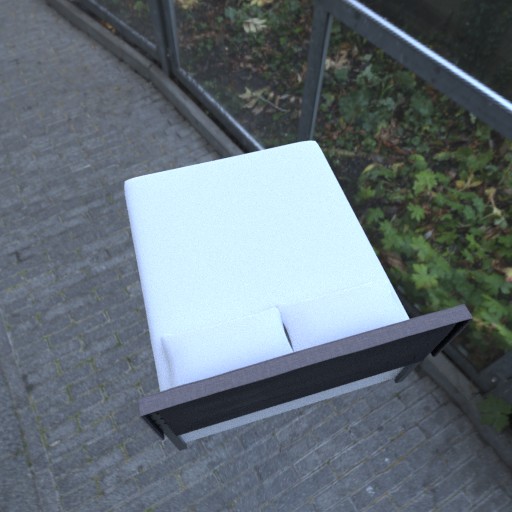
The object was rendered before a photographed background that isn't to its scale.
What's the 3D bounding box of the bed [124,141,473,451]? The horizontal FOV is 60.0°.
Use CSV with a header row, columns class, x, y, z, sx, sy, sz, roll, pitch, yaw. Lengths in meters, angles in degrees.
class,x,y,z,sx,sy,sz,roll,pitch,yaw
bed,0.000,0.000,2.884,1.610,1.089,1.894,-14,59,-9
